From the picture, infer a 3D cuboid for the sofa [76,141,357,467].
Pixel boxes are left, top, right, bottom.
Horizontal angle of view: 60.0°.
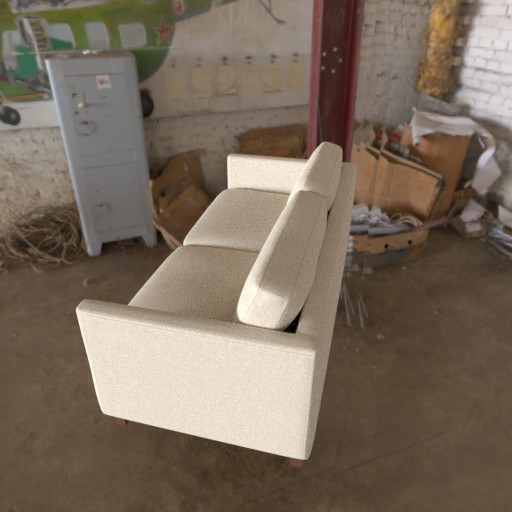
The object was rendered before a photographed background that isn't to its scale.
[{"bbox_3d":[0.000,0.000,2.510,0.965,0.889,1.981,8,32,13],"label":"sofa"}]
